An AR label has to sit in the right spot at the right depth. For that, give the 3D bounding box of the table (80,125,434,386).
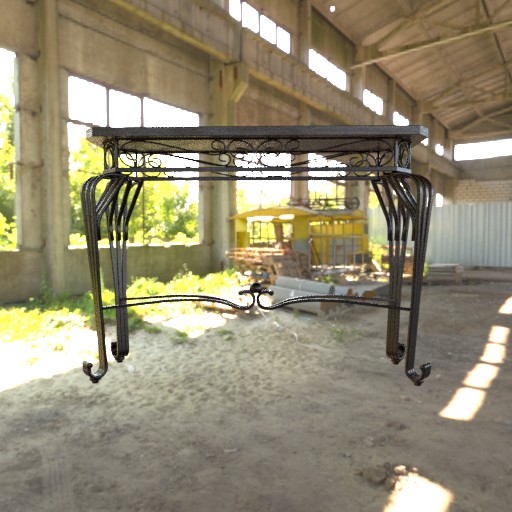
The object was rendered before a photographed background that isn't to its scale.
[{"bbox_3d":[0.000,0.000,1.504,1.112,0.800,0.329,0,2,1],"label":"table"}]
